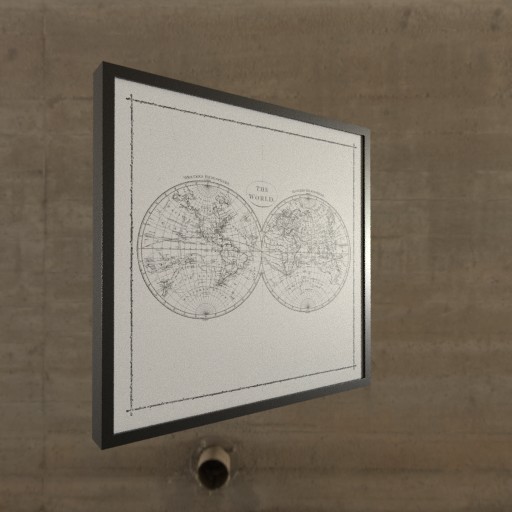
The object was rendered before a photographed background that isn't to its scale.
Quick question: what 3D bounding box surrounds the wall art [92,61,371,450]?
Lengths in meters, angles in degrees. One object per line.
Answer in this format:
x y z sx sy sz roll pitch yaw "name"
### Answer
0.000 0.000 0.468 0.327 0.318 0.029 0 -1 -35 "wall art"
